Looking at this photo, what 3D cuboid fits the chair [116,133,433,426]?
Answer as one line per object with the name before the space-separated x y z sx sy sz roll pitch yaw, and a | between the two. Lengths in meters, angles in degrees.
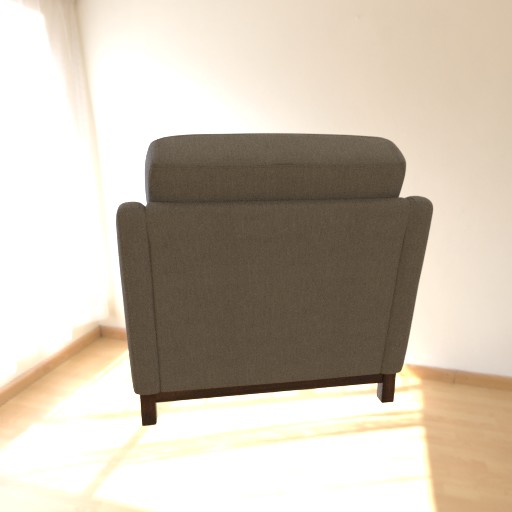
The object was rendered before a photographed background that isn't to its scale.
chair | 0.000 0.000 1.564 0.826 0.821 0.892 -2 14 -9
